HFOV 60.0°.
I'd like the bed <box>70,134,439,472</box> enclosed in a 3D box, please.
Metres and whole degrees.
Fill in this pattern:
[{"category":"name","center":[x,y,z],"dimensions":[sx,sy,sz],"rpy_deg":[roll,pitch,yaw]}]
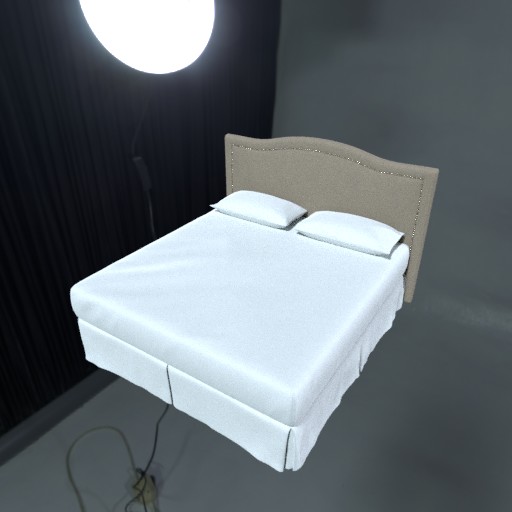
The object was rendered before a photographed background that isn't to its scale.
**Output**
[{"category":"bed","center":[0.000,0.000,3.528],"dimensions":[2.083,1.421,2.182],"rpy_deg":[18,34,29]}]
